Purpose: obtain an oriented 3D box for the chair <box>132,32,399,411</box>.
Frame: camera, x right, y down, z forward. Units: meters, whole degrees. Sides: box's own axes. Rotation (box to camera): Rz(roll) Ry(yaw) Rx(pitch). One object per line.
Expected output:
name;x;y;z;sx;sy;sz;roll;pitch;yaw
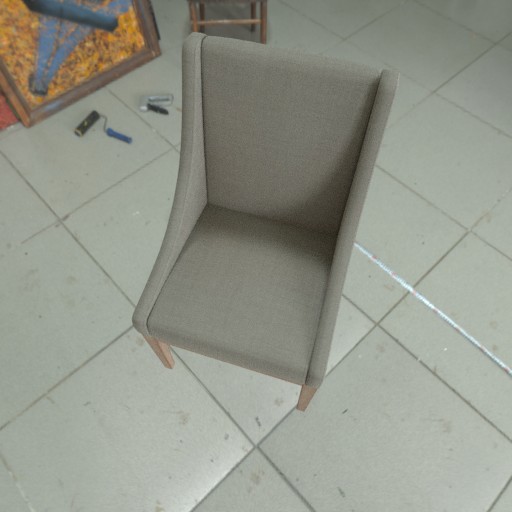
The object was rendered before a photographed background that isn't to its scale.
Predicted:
chair;0.000;0.000;1.359;0.575;1.021;0.611;15;60;9
